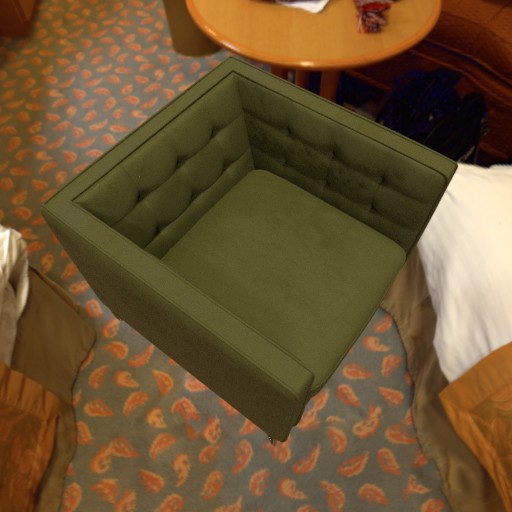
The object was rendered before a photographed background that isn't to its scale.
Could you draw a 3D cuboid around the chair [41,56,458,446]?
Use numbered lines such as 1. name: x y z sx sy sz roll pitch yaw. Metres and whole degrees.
1. chair: 0.000 0.000 1.580 0.894 0.790 0.880 33 64 18
